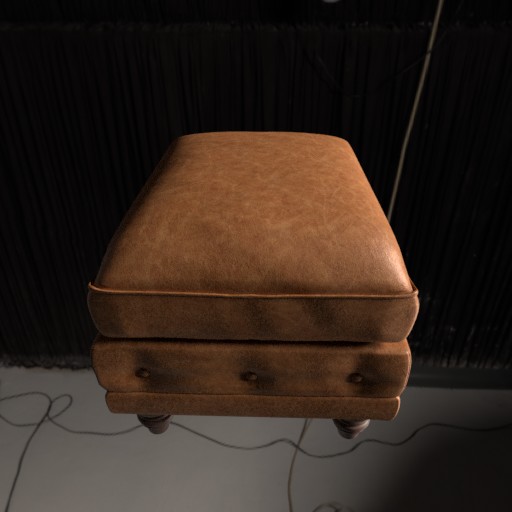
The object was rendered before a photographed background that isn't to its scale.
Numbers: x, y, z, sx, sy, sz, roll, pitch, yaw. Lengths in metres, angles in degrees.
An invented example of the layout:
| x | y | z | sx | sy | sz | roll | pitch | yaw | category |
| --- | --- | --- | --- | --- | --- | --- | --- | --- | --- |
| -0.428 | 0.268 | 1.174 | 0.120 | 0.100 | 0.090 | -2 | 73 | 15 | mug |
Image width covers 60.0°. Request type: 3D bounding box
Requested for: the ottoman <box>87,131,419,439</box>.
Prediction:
| x | y | z | sx | sy | sz | roll | pitch | yaw | category |
| --- | --- | --- | --- | --- | --- | --- | --- | --- | --- |
| 0.000 | 0.000 | 1.029 | 0.533 | 0.480 | 0.710 | 1 | 31 | 1 | ottoman |
